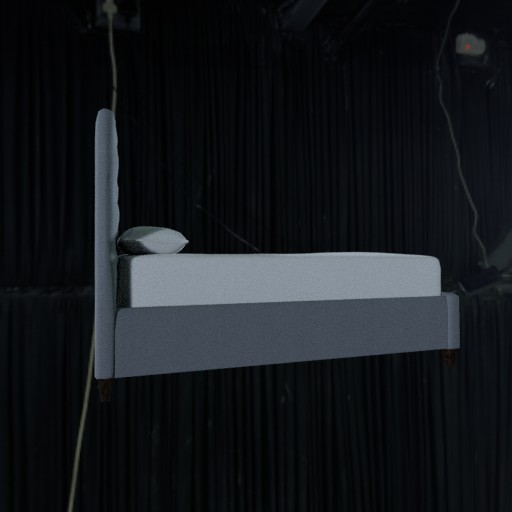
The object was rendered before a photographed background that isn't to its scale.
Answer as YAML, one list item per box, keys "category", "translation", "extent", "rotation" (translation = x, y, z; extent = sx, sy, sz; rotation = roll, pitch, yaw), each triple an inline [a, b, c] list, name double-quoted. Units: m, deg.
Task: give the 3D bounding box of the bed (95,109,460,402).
- category: "bed"
  translation: [0.000, 0.000, 3.288]
  extent: [2.231, 1.427, 1.698]
  rotation: [0, 0, -19]
